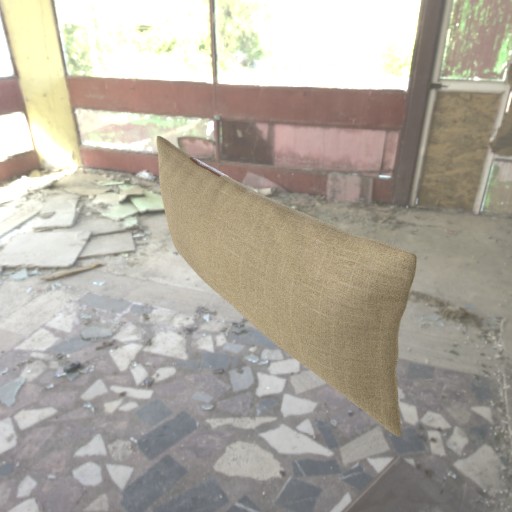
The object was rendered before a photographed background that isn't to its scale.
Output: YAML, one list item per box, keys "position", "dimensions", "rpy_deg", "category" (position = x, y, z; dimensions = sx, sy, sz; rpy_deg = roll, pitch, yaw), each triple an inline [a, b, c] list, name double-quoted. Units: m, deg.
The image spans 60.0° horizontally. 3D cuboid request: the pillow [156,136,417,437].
- position: [0.000, 0.000, 0.724]
  dimensions: [0.155, 0.282, 0.612]
  rpy_deg: [-18, 33, -30]
  category: "pillow"
